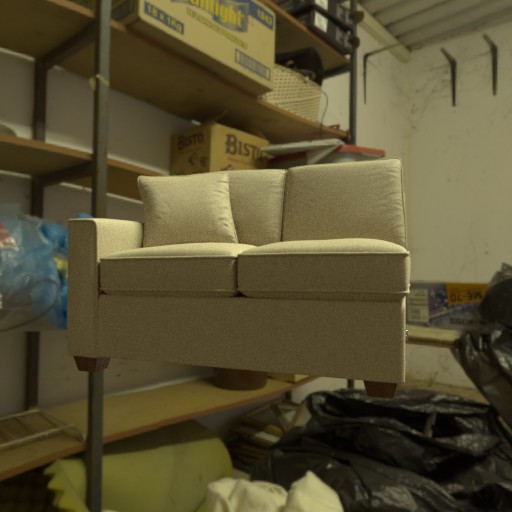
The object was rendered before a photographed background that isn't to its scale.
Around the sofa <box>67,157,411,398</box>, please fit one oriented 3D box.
[{"bbox_3d":[0.000,0.000,2.102,1.388,0.989,0.991,0,-1,18],"label":"sofa"}]
